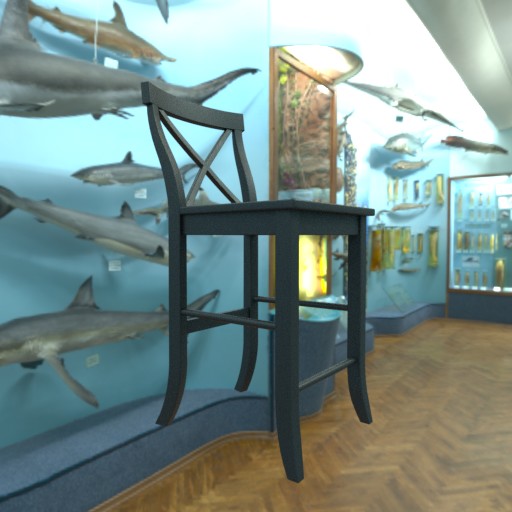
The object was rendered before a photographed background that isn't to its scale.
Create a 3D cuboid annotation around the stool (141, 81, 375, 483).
[{"bbox_3d":[0.000,0.000,1.303,0.559,0.989,0.452,2,3,37],"label":"stool"}]
